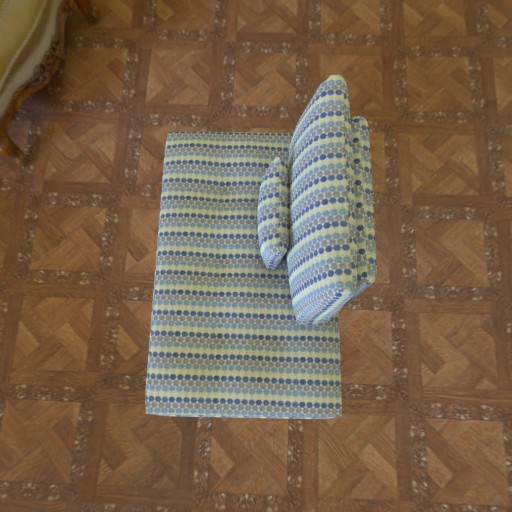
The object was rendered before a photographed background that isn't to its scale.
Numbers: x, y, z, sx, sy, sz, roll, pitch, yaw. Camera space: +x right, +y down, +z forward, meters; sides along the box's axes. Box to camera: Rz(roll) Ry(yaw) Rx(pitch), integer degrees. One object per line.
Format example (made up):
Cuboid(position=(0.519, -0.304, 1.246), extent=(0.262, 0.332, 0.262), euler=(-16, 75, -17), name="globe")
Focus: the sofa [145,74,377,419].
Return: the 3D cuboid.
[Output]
Cuboid(position=(0.000, 0.000, 2.067), extent=(1.000, 0.820, 1.450), euler=(1, 74, 0), name="sofa")
